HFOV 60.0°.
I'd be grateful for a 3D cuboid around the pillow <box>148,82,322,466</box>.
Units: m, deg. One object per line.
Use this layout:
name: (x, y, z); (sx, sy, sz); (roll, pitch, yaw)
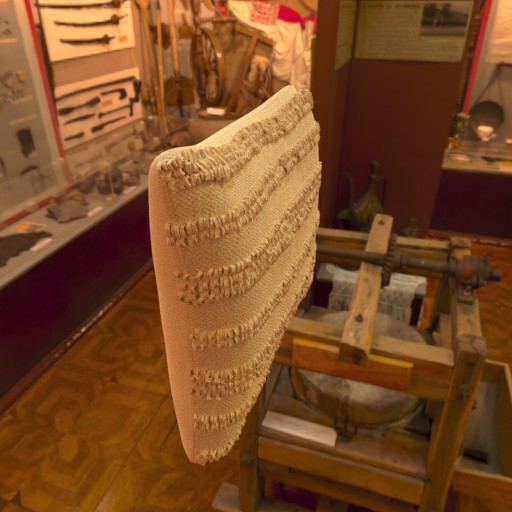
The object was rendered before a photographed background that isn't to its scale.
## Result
pillow: (0.000, 0.000, 0.648); (0.145, 0.427, 0.437); (11, 32, 17)
